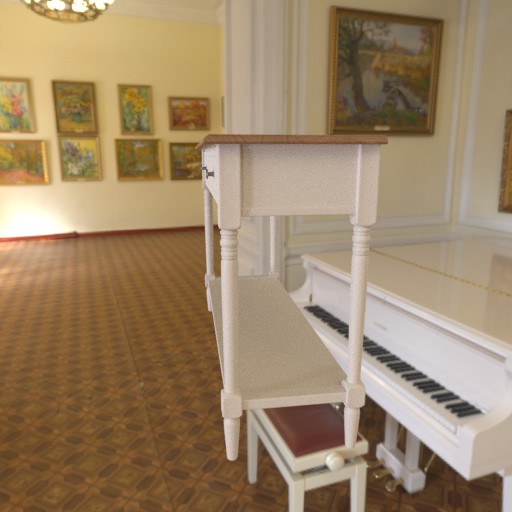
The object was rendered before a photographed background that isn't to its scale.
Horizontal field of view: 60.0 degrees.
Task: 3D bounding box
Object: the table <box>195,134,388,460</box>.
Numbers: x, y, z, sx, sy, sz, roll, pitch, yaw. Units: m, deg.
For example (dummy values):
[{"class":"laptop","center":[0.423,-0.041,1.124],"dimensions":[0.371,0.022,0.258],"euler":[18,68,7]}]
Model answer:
[{"class":"table","center":[0.000,0.000,1.607],"dimensions":[0.399,0.800,1.219],"euler":[-2,13,-8]}]
